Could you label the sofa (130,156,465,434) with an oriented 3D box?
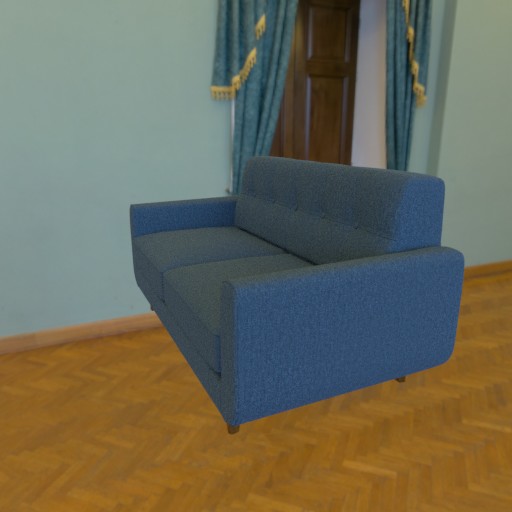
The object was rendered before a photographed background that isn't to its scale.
[{"bbox_3d":[0.000,0.000,2.176,0.942,0.896,1.651,-7,17,-24],"label":"sofa"}]
